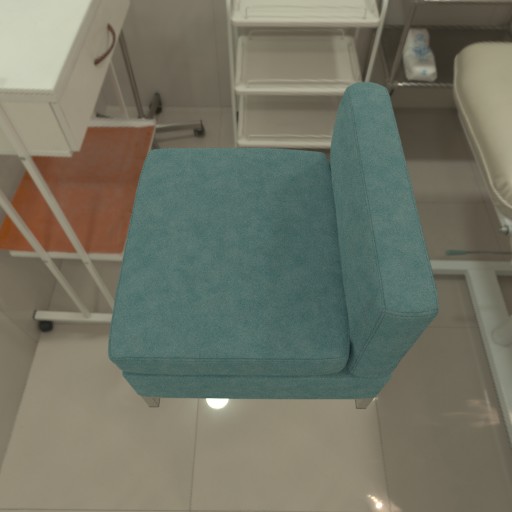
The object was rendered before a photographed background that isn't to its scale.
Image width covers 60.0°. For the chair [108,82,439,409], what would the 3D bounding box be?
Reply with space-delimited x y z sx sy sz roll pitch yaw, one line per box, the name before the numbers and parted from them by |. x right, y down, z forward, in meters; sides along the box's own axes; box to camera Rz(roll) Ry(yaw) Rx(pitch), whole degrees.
chair | 0.000 0.000 1.224 0.685 0.660 0.684 0 57 0
